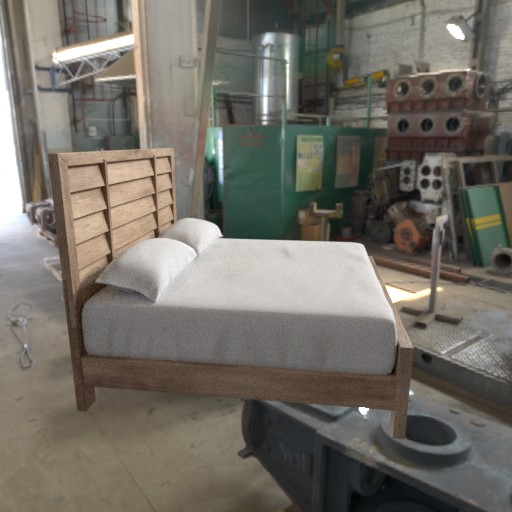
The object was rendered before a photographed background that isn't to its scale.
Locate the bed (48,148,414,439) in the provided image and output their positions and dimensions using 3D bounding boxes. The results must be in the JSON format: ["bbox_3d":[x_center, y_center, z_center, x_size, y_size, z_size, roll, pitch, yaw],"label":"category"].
[{"bbox_3d":[0.000,0.000,3.501,2.062,1.626,2.032,2,15,8],"label":"bed"}]
